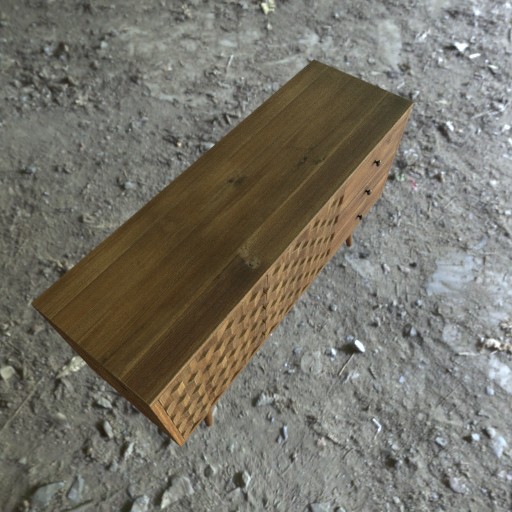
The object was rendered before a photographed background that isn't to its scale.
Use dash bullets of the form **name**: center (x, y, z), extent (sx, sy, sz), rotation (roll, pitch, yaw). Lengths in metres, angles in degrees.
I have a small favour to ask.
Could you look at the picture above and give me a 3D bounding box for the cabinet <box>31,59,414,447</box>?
- **cabinet**: center (0.000, 0.000, 1.763), extent (0.472, 0.800, 1.400), rotation (33, 63, 19)
